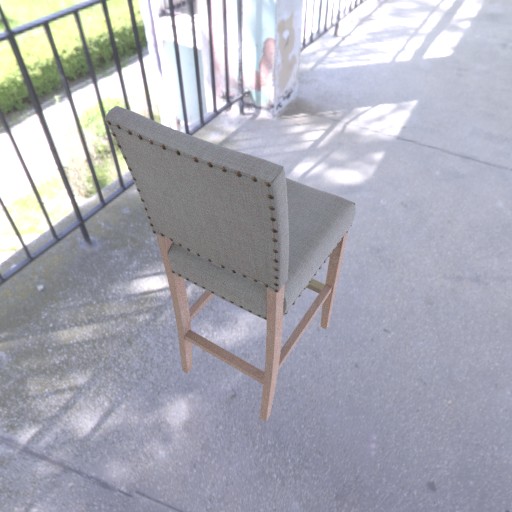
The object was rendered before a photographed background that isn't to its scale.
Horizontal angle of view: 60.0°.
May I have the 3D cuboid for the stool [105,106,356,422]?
[{"bbox_3d":[0.000,0.000,1.471,0.445,1.173,0.585,25,52,21],"label":"stool"}]
